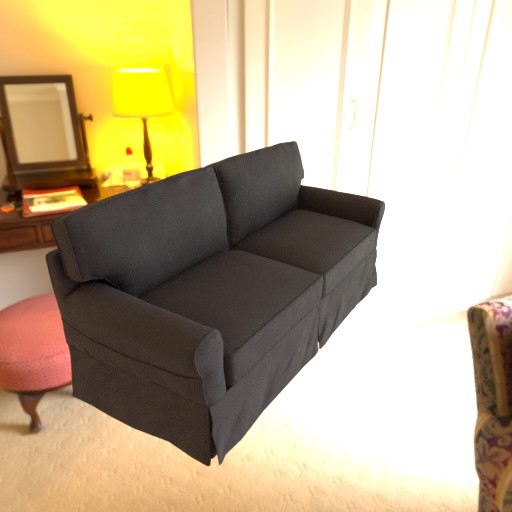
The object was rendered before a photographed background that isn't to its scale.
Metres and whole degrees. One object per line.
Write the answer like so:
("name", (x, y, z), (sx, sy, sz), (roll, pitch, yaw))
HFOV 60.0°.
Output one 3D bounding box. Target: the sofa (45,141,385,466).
("sofa", (0.000, 0.000, 2.822), (0.983, 1.094, 2.256), (16, 30, 30))
